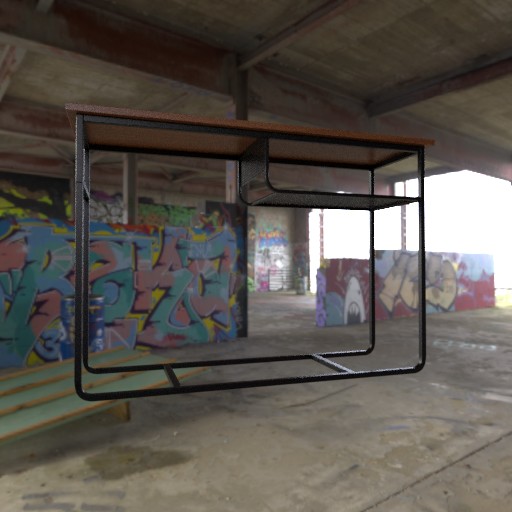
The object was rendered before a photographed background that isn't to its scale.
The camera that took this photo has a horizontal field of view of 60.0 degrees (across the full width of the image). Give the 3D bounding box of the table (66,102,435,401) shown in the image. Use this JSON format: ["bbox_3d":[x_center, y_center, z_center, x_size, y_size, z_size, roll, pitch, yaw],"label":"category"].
[{"bbox_3d":[0.000,0.000,1.425,1.100,0.750,0.350,0,-1,-18],"label":"table"}]
